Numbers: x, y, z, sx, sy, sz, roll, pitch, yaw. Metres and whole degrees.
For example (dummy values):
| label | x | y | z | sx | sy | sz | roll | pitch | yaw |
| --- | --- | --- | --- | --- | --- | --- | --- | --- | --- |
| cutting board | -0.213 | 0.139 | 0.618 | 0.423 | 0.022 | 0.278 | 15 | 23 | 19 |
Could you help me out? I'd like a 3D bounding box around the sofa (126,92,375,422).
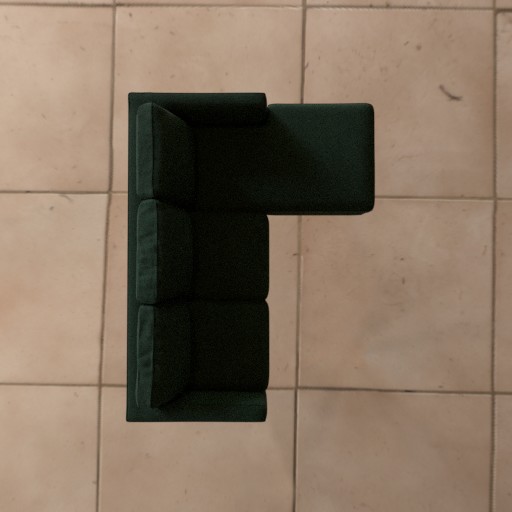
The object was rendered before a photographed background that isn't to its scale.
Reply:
| label | x | y | z | sx | sy | sz | roll | pitch | yaw |
| --- | --- | --- | --- | --- | --- | --- | --- | --- | --- |
| sofa | 0.000 | 0.000 | 2.935 | 1.580 | 0.899 | 2.030 | 0 | 89 | 0 |
